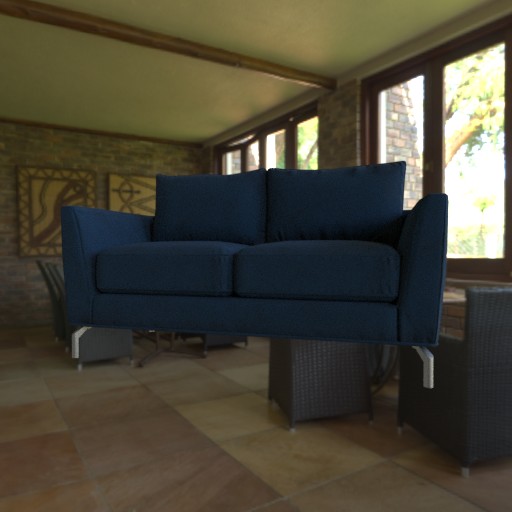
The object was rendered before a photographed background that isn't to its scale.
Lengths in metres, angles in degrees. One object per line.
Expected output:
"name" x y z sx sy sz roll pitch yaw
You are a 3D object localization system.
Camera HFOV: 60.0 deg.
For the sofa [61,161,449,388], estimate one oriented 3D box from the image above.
"sofa" 0.000 0.000 2.322 1.770 1.002 0.853 0 1 17
